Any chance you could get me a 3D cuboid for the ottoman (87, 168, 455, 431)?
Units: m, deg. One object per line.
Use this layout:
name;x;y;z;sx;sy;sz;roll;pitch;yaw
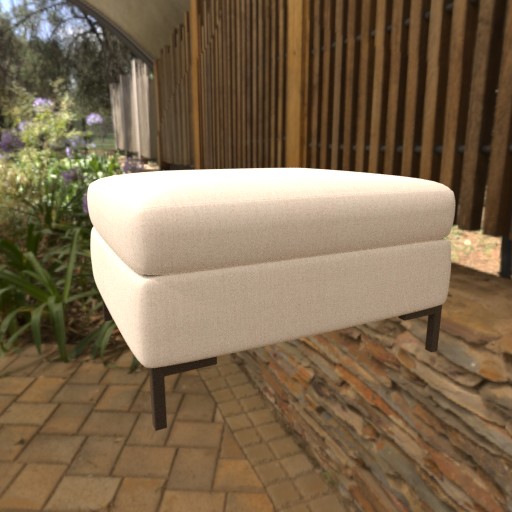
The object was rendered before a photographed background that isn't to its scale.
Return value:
ottoman;0.000;0.000;1.204;0.794;0.453;0.657;-7;15;-26
